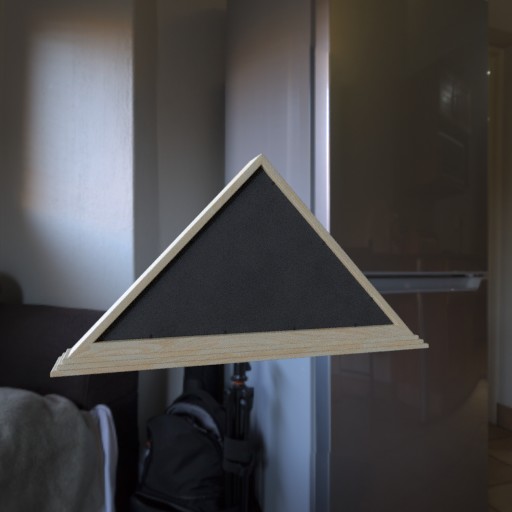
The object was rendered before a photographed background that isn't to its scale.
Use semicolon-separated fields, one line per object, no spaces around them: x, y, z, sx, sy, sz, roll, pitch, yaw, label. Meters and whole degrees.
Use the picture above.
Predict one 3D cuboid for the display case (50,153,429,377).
0.000;0.000;0.767;0.640;0.340;0.095;0;1;-17;display case
